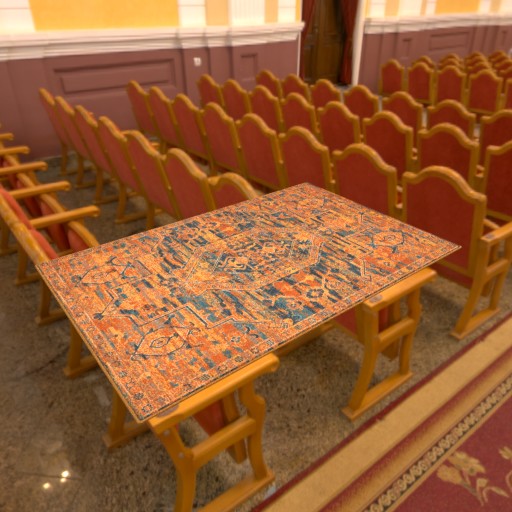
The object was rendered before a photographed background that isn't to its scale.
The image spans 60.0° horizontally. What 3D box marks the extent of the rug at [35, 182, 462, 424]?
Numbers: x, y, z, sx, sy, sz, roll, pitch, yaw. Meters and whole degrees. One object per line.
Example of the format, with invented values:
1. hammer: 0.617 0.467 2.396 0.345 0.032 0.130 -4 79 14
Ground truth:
1. rug: 0.000 0.000 1.062 0.863 0.008 0.557 -21 37 -32
